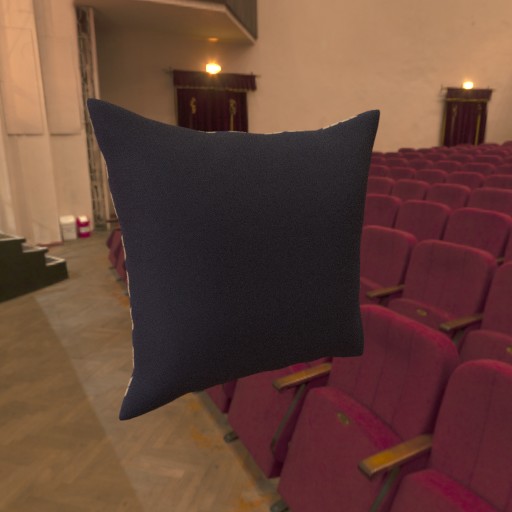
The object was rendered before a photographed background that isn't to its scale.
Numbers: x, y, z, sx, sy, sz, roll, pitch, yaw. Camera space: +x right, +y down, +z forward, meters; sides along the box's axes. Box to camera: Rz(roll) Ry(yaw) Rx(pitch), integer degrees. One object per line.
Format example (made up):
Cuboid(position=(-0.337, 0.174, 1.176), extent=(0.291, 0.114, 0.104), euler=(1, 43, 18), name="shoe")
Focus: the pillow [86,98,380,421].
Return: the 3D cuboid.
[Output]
Cuboid(position=(0.000, 0.000, 0.760), extent=(0.504, 0.494, 0.188), euler=(-8, 17, -26), name="pillow")
